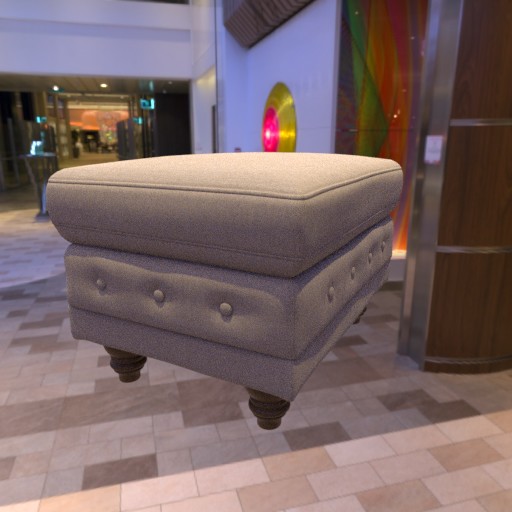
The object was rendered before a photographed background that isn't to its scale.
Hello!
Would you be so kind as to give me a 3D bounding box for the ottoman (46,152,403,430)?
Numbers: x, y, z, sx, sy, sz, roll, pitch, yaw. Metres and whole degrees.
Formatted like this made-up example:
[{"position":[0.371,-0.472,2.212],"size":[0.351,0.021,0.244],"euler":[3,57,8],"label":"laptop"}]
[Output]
[{"position":[0.000,0.000,1.110],"size":[0.569,0.500,0.771],"euler":[8,16,27],"label":"ottoman"}]
